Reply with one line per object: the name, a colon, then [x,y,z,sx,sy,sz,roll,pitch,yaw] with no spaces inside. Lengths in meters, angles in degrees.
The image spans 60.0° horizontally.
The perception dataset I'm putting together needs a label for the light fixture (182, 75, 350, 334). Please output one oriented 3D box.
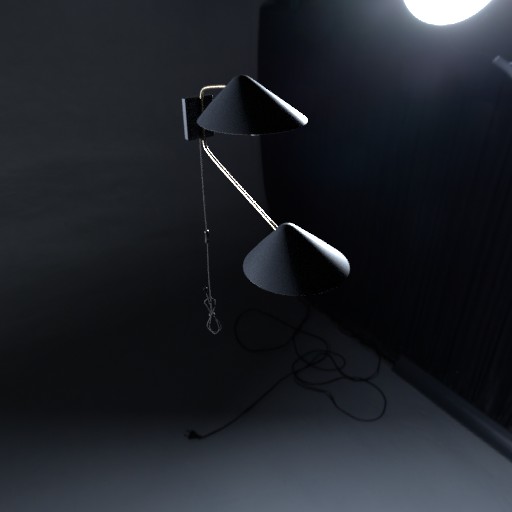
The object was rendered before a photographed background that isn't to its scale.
light fixture: [0.000,0.000,0.883,0.189,0.665,0.422,-21,37,-31]
